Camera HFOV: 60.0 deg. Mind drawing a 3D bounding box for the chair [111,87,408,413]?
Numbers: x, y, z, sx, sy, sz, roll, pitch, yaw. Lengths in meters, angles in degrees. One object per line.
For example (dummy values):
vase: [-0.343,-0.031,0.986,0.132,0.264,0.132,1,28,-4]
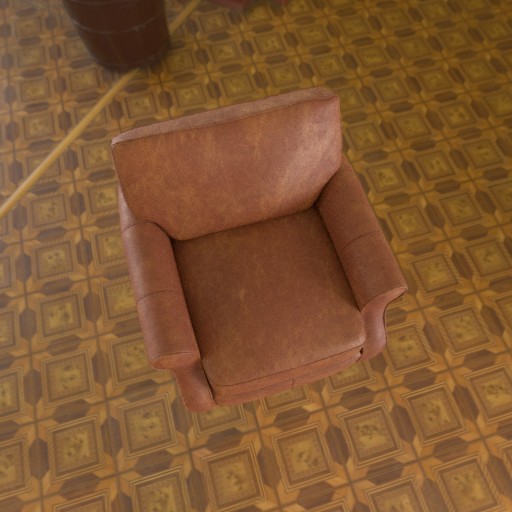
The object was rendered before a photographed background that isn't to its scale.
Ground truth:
chair: [0.000,0.000,1.798,0.983,0.962,0.986,-15,65,-7]
